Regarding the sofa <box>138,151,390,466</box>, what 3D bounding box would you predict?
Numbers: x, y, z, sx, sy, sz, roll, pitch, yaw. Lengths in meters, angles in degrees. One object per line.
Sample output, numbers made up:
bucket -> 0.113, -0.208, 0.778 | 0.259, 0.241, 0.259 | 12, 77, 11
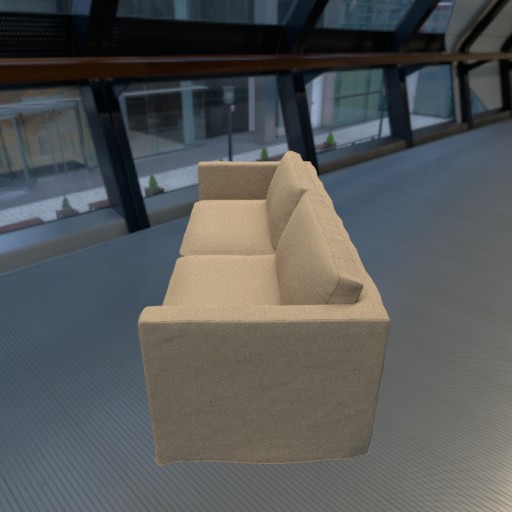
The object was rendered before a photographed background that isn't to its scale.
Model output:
sofa -> 0.000, 0.000, 2.737 | 0.962, 0.853, 2.312 | 0, 26, -1
